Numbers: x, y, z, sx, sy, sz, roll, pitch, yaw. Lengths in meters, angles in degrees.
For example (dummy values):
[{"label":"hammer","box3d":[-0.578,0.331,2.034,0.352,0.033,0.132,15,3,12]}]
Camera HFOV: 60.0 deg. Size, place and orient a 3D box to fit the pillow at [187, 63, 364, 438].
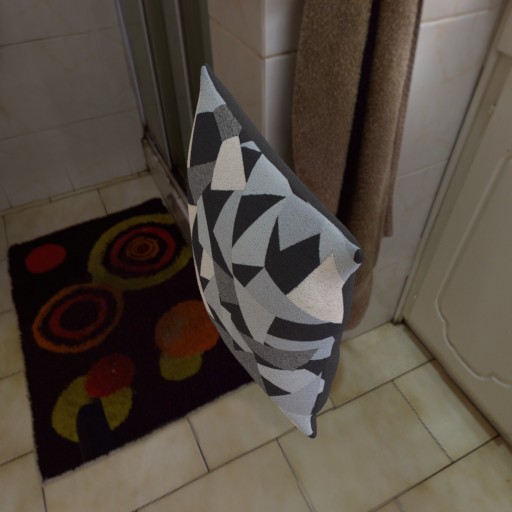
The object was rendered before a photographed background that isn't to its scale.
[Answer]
[{"label":"pillow","box3d":[0.000,0.000,0.785,0.208,0.496,0.503,-18,49,-16]}]
